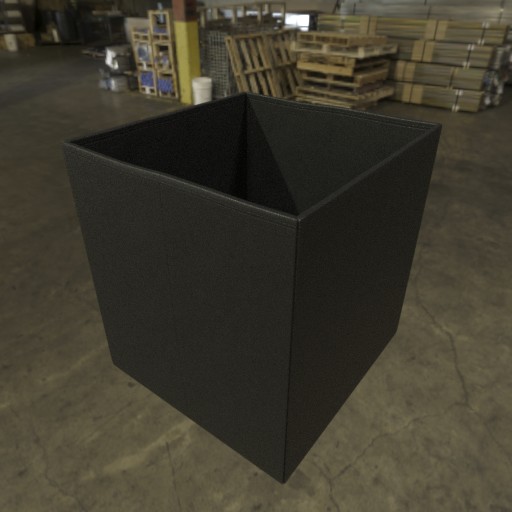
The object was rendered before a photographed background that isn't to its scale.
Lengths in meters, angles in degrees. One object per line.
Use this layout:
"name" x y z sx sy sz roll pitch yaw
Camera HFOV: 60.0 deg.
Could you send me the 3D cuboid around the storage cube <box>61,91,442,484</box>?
"storage cube" 0.000 0.000 0.494 0.270 0.280 0.270 22 38 31
